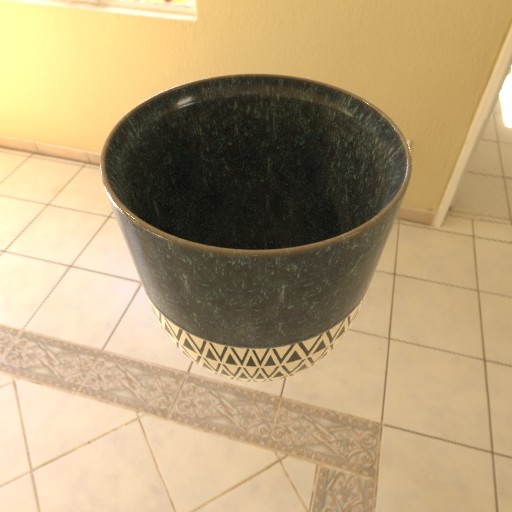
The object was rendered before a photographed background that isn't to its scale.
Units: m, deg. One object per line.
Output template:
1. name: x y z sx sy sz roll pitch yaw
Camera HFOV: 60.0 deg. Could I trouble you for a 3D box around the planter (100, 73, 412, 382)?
1. planter: 0.000 0.000 0.362 0.195 0.214 0.195 0 47 0
